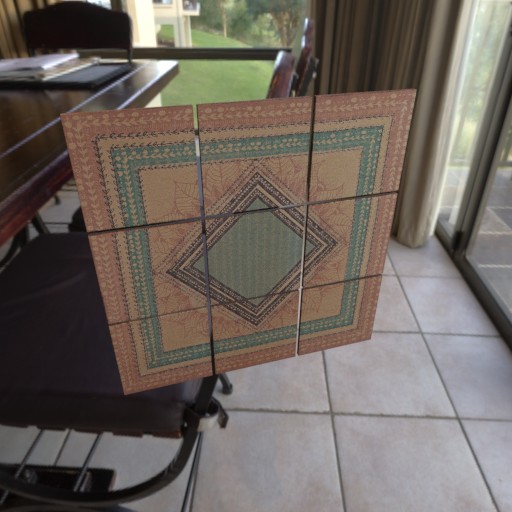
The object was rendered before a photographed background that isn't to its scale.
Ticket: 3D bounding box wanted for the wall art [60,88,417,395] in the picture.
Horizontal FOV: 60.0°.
[{"bbox_3d":[0.000,0.000,1.346,0.915,0.914,0.013,-9,33,-14],"label":"wall art"}]
